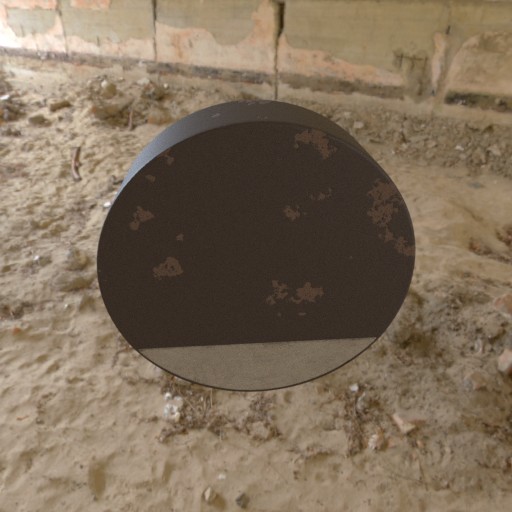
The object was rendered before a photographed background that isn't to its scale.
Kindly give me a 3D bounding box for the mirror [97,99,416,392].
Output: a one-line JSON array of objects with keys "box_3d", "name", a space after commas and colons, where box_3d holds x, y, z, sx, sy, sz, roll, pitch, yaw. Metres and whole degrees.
[{"box_3d": [0.000, 0.000, 0.594, 0.386, 0.386, 0.126, -2, 31, -4], "name": "mirror"}]
